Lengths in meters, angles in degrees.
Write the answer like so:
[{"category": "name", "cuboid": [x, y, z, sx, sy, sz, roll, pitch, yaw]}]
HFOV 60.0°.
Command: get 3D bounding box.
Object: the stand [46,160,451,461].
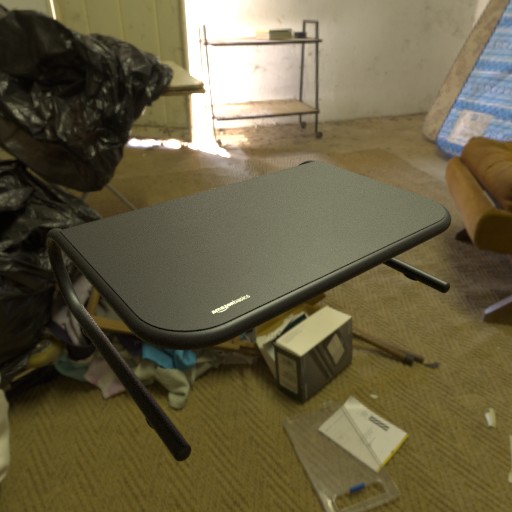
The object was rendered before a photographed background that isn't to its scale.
[{"category": "stand", "cuboid": [0.000, 0.000, 0.497, 0.370, 0.108, 0.280, -22, 36, -33]}]
